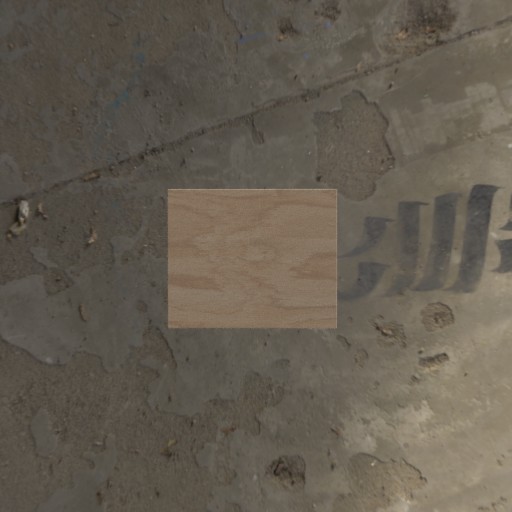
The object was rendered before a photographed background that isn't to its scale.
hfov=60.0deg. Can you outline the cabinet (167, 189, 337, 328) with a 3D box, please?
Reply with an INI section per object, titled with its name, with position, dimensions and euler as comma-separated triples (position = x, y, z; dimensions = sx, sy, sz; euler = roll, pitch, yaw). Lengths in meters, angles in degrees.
[cabinet]
position = 0.000, 0.000, 2.014
dimensions = 0.411, 1.879, 0.338
euler = 0, 90, 1
